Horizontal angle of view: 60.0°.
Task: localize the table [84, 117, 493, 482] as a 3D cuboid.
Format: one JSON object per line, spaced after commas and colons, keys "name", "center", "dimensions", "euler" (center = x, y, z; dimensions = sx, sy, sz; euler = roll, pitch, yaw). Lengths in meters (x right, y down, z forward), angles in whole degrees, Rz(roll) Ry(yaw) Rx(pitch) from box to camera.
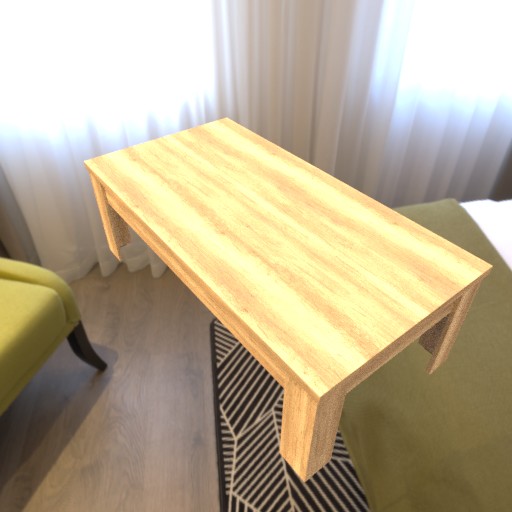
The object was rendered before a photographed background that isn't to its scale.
{"name": "table", "center": [0.000, 0.000, 1.683], "dimensions": [0.700, 0.460, 1.350], "euler": [-27, 47, -28]}
